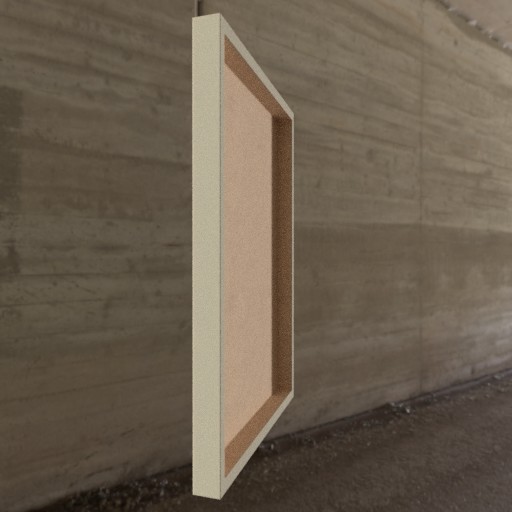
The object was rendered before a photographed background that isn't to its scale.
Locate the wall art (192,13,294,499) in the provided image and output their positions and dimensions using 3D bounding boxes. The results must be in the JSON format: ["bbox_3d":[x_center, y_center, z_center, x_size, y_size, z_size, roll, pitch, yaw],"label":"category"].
[{"bbox_3d":[0.000,0.000,0.759,0.038,0.608,0.418,0,0,17],"label":"wall art"}]
